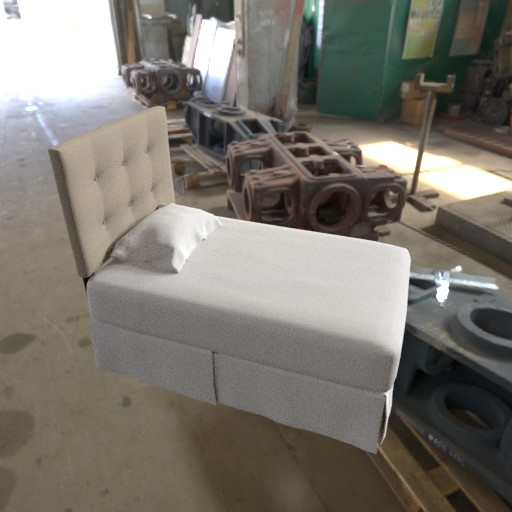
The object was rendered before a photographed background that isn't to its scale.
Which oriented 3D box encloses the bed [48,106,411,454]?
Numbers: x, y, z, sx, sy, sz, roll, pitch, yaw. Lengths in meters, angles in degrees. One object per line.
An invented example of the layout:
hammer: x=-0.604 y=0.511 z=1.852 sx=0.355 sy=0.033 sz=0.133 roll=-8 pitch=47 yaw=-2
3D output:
bed: x=0.000 y=0.000 z=2.924 sx=1.997 sy=1.571 sz=1.261 roll=10 pitch=32 yaw=17
